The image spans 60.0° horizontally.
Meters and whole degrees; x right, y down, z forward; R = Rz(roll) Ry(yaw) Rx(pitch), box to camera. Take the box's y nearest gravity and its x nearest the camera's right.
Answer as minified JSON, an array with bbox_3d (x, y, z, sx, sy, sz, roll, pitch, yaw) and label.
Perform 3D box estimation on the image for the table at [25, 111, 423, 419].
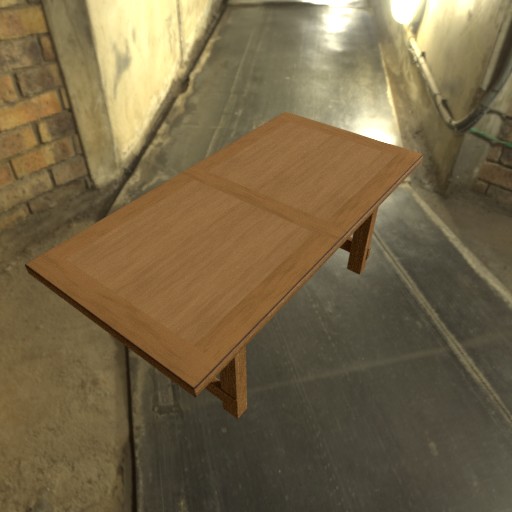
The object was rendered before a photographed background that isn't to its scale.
[{"bbox_3d":[0.000,0.000,2.521,1.000,0.762,1.982,27,48,27],"label":"table"}]
